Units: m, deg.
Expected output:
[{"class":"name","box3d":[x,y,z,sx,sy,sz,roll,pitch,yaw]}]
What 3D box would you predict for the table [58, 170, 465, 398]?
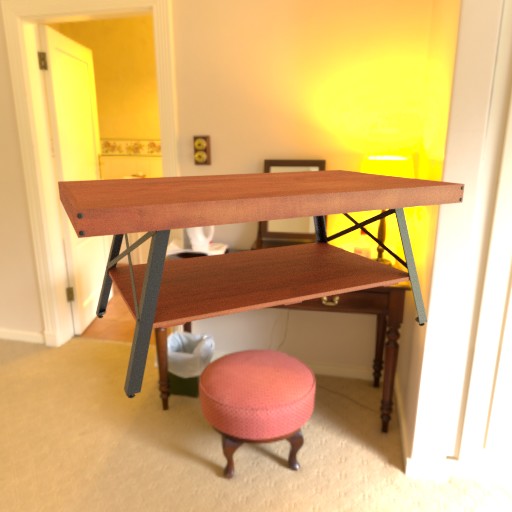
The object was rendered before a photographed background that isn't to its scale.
[{"class":"table","box3d":[0.000,0.000,1.396,1.067,0.457,0.610,-7,17,-25]}]
